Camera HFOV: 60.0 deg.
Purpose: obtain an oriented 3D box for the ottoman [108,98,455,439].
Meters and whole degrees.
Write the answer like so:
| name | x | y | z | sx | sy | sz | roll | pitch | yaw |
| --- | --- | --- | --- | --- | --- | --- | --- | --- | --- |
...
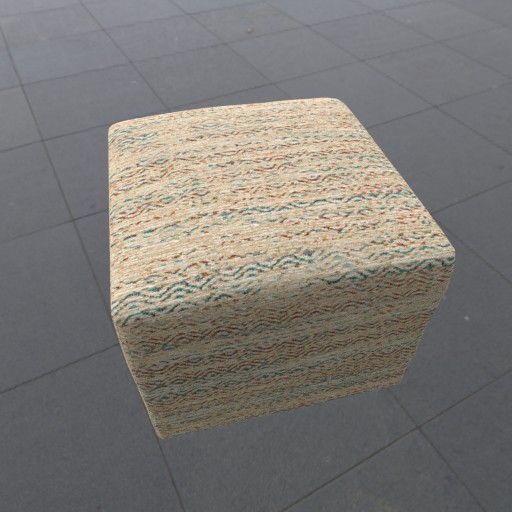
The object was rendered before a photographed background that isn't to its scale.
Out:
| name | x | y | z | sx | sy | sz | roll | pitch | yaw |
| --- | --- | --- | --- | --- | --- | --- | --- | --- | --- |
| ottoman | 0.000 | 0.000 | 0.915 | 0.512 | 0.453 | 0.521 | -10 | 47 | -9 |
